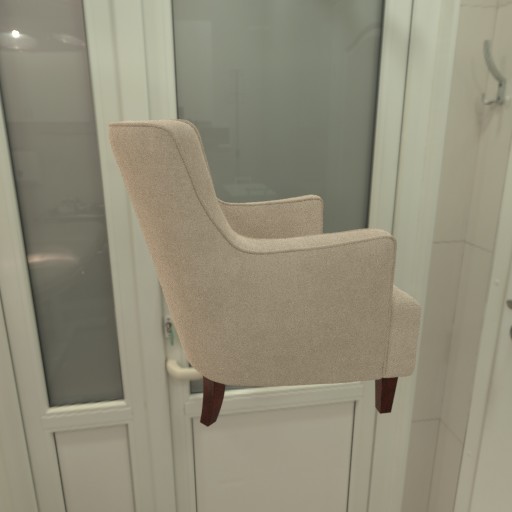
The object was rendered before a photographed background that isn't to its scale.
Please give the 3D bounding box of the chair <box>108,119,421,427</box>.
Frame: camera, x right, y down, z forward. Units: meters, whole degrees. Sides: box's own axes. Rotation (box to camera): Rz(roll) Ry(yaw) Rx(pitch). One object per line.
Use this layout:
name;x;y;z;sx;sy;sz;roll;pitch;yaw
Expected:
chair;0.000;0.000;1.570;0.910;0.920;0.781;-3;17;-9
